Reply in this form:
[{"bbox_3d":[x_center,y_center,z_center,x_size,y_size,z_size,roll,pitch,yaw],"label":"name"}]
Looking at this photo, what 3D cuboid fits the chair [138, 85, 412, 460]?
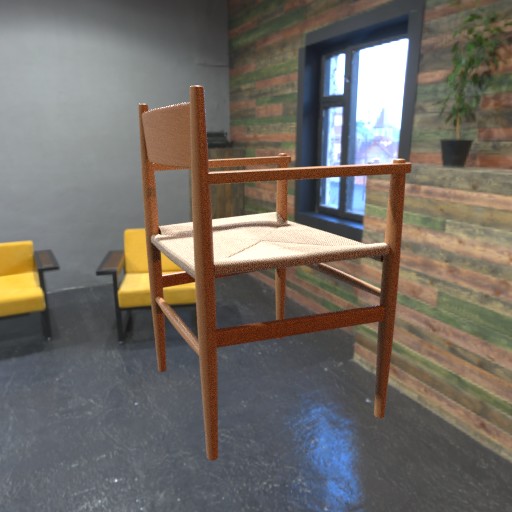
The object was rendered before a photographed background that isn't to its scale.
[{"bbox_3d":[0.000,0.000,1.149,0.495,0.762,0.556,-7,16,-25],"label":"chair"}]
